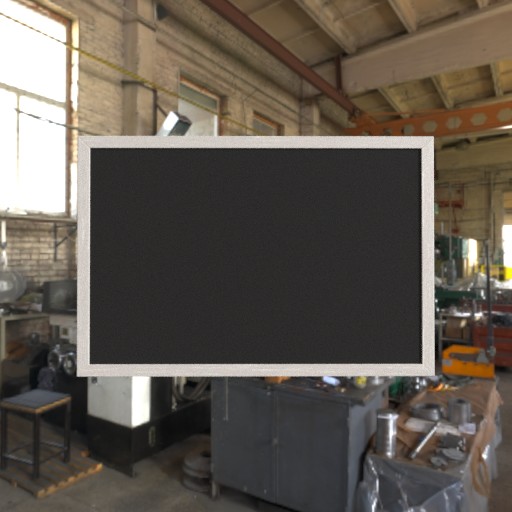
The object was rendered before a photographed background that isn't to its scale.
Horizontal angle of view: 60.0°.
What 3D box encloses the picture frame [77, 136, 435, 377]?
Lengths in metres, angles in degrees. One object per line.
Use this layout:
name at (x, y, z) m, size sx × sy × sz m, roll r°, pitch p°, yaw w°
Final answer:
picture frame at (0.000, 0.000, 1.195) m, size 0.950 × 0.640 × 0.029 m, roll 0°, pitch -1°, yaw 0°
